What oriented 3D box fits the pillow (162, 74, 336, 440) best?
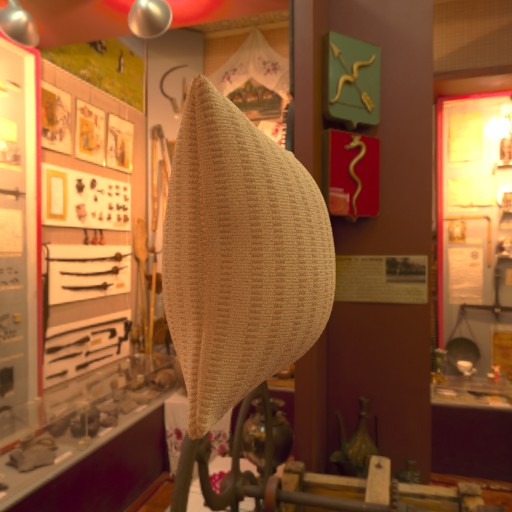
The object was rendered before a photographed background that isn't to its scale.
[{"bbox_3d":[0.000,0.000,0.706,0.247,0.419,0.438,0,1,18],"label":"pillow"}]
